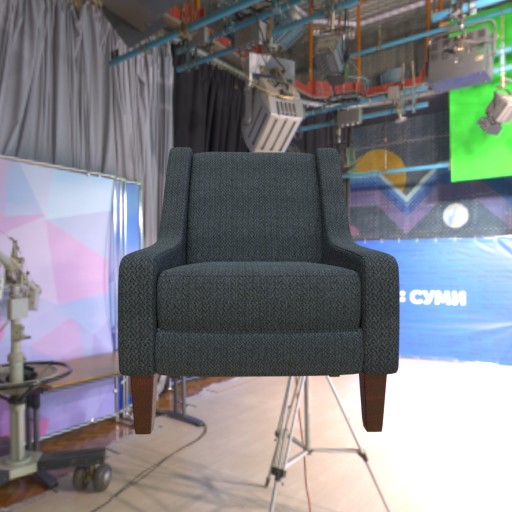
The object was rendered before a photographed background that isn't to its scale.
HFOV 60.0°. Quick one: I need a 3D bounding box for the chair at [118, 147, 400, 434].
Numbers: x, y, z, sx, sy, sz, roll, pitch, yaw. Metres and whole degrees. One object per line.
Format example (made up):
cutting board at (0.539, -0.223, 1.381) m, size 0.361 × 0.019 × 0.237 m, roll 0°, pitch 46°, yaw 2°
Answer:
chair at (0.000, 0.000, 1.678) m, size 0.793 × 1.012 × 0.944 m, roll 0°, pitch 0°, yaw -1°
